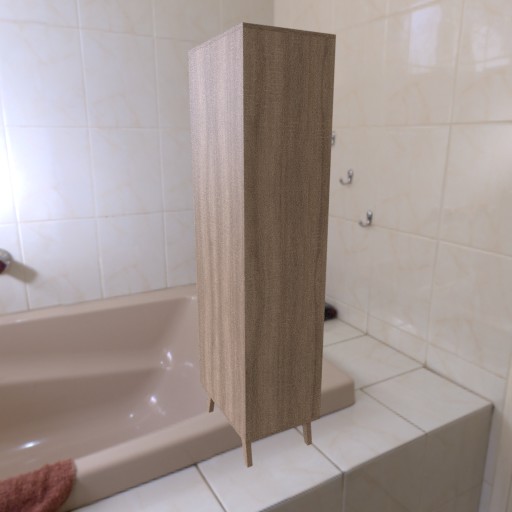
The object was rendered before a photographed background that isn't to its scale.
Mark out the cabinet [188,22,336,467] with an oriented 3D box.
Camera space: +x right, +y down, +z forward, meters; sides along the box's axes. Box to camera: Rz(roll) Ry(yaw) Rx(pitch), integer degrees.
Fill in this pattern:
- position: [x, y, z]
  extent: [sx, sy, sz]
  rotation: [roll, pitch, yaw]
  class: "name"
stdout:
- position: [0.000, 0.000, 2.099]
  extent: [0.400, 1.850, 0.570]
  rotation: [-7, 16, -27]
  class: "cabinet"
